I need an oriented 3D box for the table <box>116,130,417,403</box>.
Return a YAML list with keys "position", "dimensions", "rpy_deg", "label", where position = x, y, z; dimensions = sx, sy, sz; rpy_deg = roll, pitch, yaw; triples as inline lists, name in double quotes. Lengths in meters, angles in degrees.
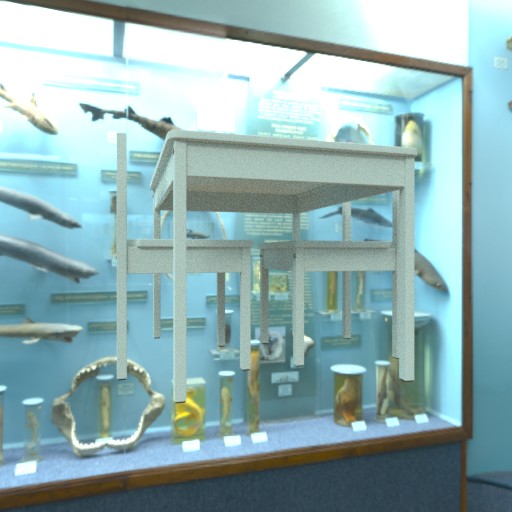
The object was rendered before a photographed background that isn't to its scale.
- position: [0.000, 0.000, 1.125]
  dimensions: [0.672, 0.503, 0.650]
  rpy_deg: [0, 0, -16]
  label: "table"
